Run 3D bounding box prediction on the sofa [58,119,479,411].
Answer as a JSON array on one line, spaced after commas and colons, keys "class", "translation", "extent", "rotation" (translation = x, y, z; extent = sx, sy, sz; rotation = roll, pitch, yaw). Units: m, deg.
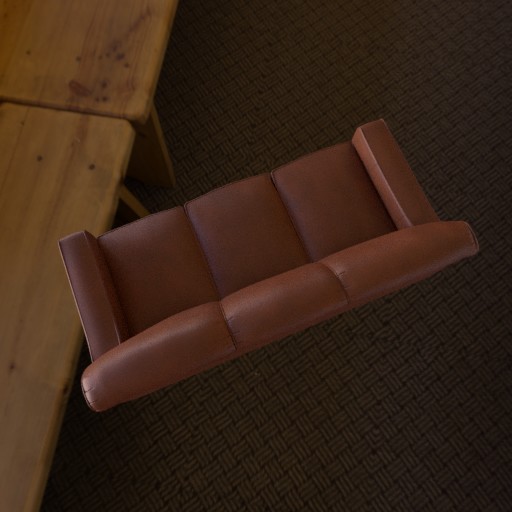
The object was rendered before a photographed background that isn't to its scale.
[{"class": "sofa", "translation": [0.000, 0.000, 2.584], "extent": [2.039, 0.953, 1.008], "rotation": [-22, 76, -6]}]
